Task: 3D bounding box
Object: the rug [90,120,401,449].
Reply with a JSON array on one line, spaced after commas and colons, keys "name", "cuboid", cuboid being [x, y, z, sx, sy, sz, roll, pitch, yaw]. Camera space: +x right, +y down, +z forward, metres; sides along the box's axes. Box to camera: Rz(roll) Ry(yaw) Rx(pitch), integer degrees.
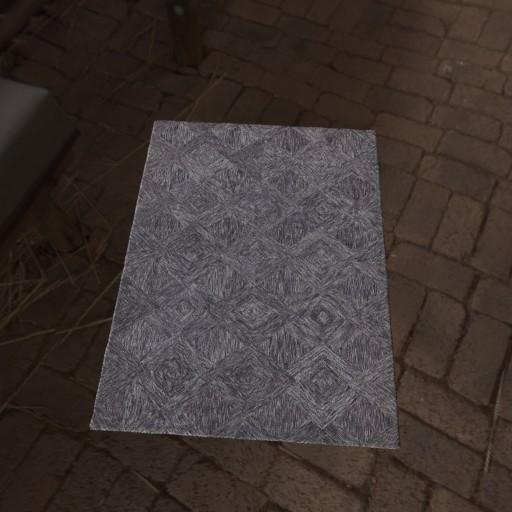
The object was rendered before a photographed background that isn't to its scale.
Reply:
[{"name": "rug", "cuboid": [0.000, 0.000, 4.166, 2.448, 0.017, 3.204, 3, 64, 2]}]
